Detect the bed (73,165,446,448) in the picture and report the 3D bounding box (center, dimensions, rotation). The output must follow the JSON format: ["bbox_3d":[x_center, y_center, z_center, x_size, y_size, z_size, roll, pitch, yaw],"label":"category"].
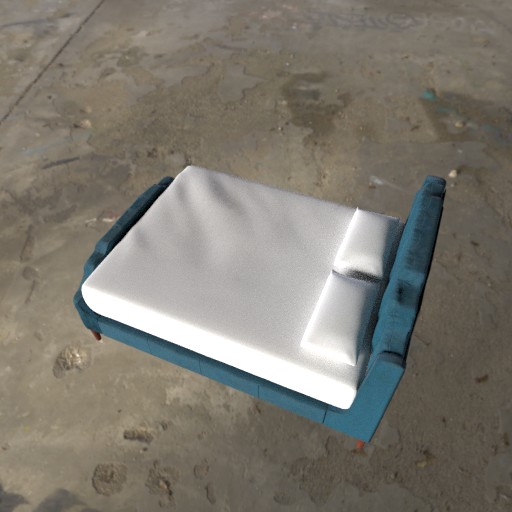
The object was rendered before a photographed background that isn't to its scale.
[{"bbox_3d":[0.000,0.000,3.359,2.322,1.351,1.676,17,50,15],"label":"bed"}]
